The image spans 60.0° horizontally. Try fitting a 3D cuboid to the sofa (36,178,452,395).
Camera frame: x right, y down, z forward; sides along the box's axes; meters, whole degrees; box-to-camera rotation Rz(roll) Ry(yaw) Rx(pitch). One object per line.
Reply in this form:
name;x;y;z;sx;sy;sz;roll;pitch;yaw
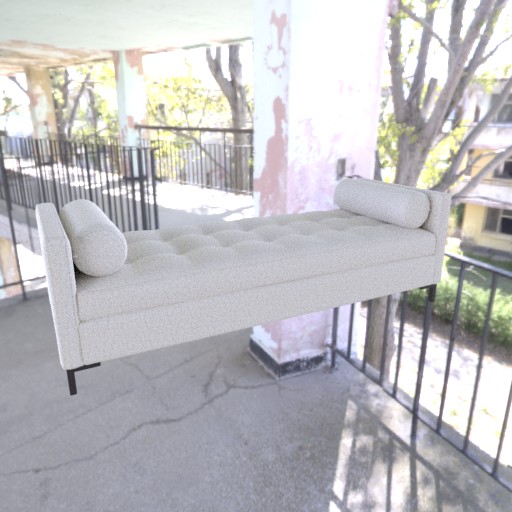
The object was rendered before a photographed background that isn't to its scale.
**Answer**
sofa;0.000;0.000;2.310;1.985;0.641;0.746;-9;20;-26
